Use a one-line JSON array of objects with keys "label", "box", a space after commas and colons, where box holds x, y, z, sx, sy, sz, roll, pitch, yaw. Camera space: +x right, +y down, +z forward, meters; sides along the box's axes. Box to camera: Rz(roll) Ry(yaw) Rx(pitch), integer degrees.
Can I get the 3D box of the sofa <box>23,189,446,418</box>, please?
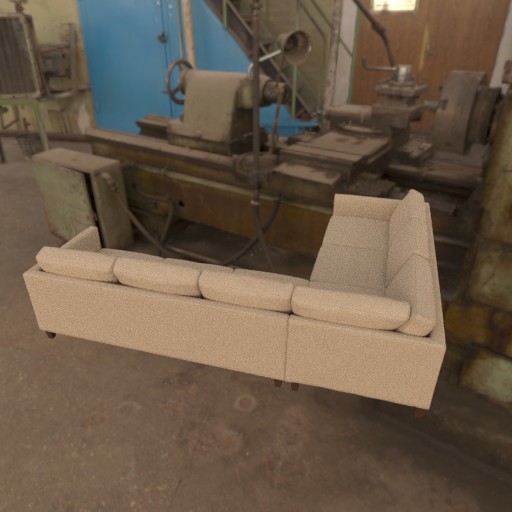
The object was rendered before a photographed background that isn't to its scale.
[{"label": "sofa", "box": [0.000, 0.000, 4.261, 3.182, 0.863, 2.432, 8, 31, 14]}]
